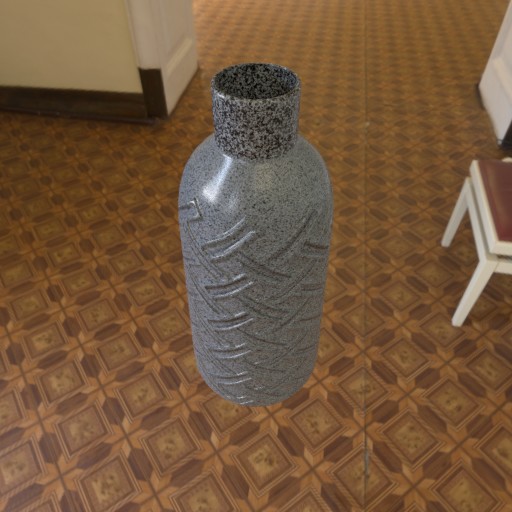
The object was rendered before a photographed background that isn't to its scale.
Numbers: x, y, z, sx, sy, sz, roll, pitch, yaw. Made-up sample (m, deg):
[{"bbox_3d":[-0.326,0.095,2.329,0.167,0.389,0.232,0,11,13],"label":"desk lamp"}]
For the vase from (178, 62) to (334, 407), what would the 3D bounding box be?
[{"bbox_3d":[0.000,0.000,0.350,0.122,0.282,0.122,0,46,0],"label":"vase"}]
